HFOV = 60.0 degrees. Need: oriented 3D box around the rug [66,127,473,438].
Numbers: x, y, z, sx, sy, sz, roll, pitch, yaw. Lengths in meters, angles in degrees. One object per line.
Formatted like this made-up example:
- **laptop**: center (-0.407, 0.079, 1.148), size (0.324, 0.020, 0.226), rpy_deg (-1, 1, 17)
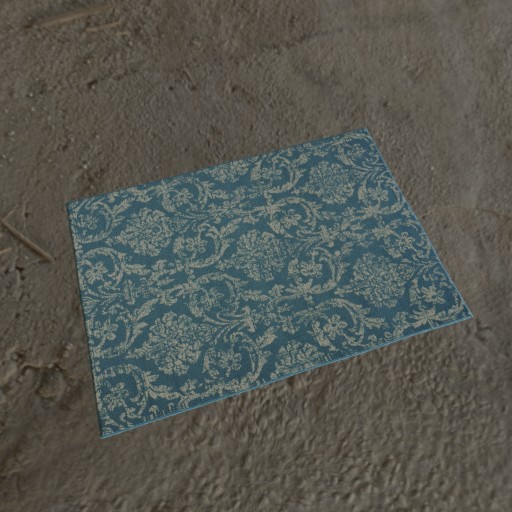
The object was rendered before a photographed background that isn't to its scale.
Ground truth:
- **rug**: center (0.000, 0.000, 2.809), size (2.205, 0.012, 1.554), rpy_deg (-16, 64, -8)
